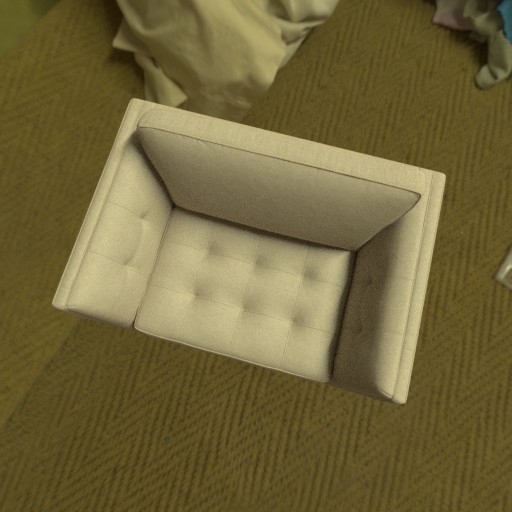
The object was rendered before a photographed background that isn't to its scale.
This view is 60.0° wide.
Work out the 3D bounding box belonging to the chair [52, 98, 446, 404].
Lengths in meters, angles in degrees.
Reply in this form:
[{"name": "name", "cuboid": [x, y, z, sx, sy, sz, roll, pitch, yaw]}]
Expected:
[{"name": "chair", "cuboid": [0.000, 0.000, 2.069, 1.397, 0.940, 0.965, 15, 77, 4]}]
